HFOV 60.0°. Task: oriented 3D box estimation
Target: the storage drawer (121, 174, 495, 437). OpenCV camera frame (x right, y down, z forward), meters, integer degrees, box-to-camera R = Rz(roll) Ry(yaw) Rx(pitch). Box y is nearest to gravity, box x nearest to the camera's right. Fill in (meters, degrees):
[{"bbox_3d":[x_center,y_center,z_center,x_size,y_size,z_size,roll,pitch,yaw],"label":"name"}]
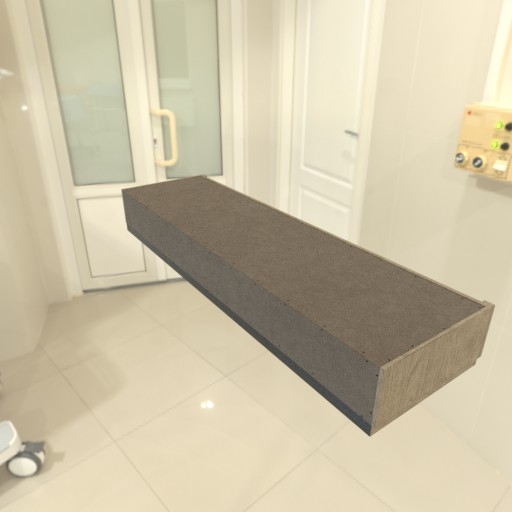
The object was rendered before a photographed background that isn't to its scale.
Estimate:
[{"bbox_3d":[0.000,0.000,2.222,0.591,0.274,2.072,-17,31,-31],"label":"storage drawer"}]
